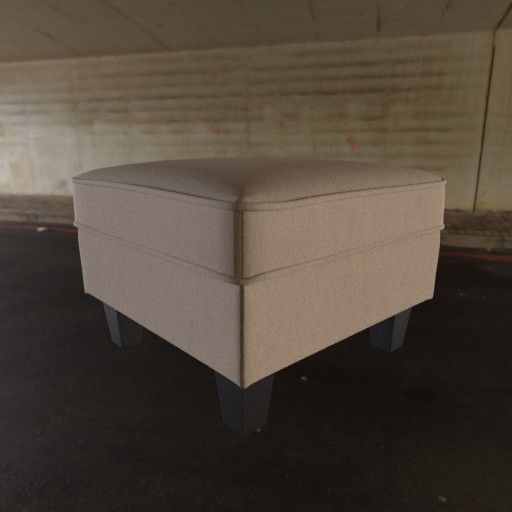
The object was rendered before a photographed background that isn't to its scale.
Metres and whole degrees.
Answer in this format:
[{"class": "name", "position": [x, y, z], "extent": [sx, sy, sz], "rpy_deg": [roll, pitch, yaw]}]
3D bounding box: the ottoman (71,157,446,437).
[{"class": "ottoman", "position": [0.000, 0.000, 1.015], "extent": [0.613, 0.438, 0.616], "rpy_deg": [-13, 19, -41]}]
